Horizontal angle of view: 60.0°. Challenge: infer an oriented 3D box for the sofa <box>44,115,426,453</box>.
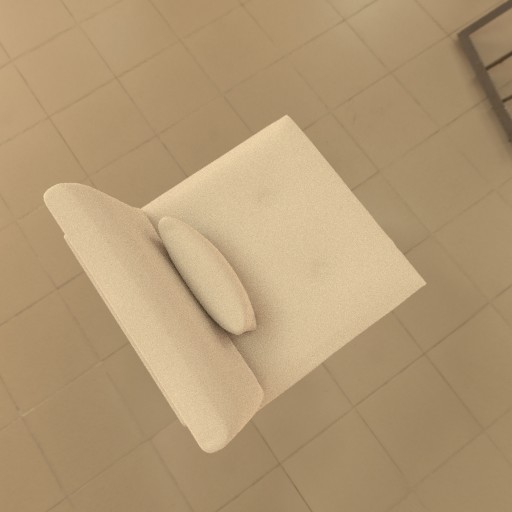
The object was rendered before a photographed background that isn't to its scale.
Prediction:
[{"bbox_3d":[0.000,0.000,1.669,1.000,0.828,0.935,-35,79,-8],"label":"sofa"}]
